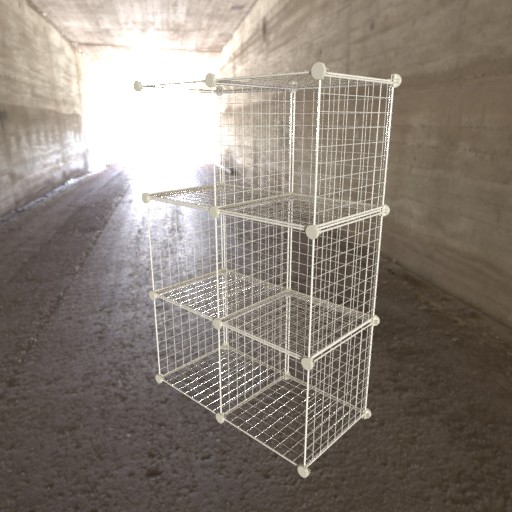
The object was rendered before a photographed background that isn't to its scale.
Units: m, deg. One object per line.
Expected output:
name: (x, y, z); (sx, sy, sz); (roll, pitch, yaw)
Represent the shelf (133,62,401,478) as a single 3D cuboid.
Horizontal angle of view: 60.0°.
shelf: (0.000, 0.000, 1.423); (0.711, 1.067, 0.356); (15, 23, 40)
